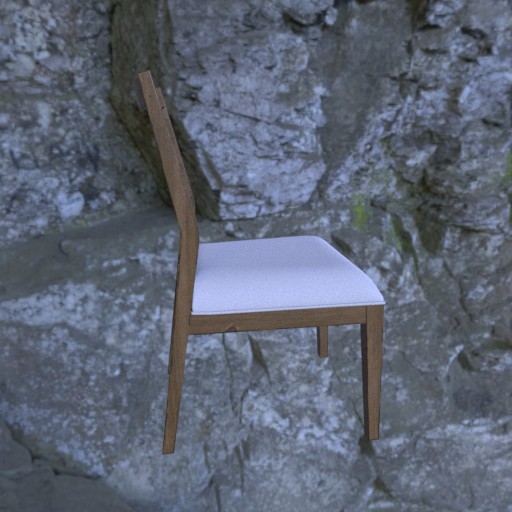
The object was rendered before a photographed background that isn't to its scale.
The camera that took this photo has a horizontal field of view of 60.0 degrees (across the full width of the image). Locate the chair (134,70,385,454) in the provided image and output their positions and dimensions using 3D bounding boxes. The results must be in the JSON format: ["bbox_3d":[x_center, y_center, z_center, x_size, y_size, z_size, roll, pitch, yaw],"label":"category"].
[{"bbox_3d":[0.000,0.000,1.279,0.610,0.939,0.497,-2,16,-8],"label":"chair"}]
